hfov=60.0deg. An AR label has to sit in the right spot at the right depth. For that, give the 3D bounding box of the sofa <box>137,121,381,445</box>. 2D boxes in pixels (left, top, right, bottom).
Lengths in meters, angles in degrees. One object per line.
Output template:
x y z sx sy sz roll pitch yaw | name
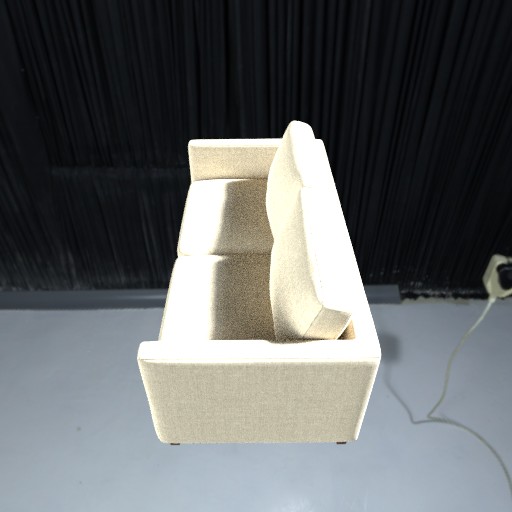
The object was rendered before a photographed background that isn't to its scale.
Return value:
0.000 0.000 2.530 0.950 0.963 1.884 0 40 0 | sofa
